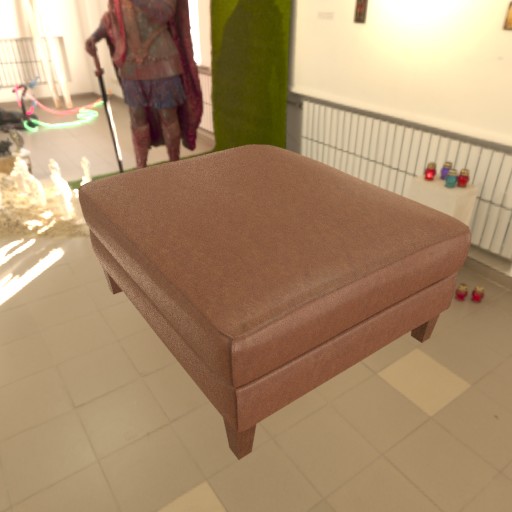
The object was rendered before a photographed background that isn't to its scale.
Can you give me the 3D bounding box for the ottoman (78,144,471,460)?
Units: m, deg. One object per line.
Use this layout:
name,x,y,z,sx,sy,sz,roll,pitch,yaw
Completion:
ottoman,0.000,0.000,1.466,0.836,0.472,0.987,-20,36,-30
